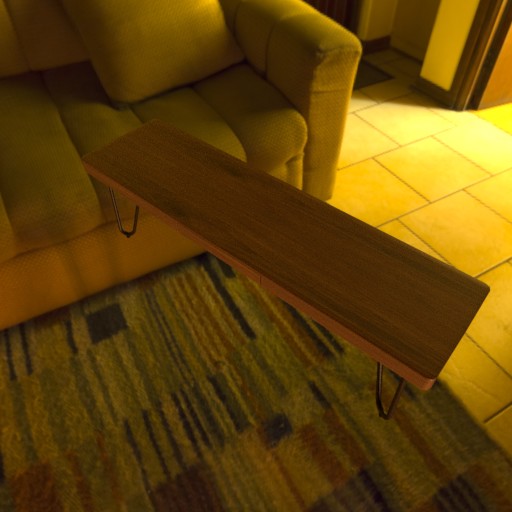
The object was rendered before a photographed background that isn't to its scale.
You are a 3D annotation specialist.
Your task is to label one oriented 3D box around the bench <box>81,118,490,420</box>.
[{"bbox_3d":[0.000,0.000,1.778,1.570,0.462,0.425,32,55,26],"label":"bench"}]
